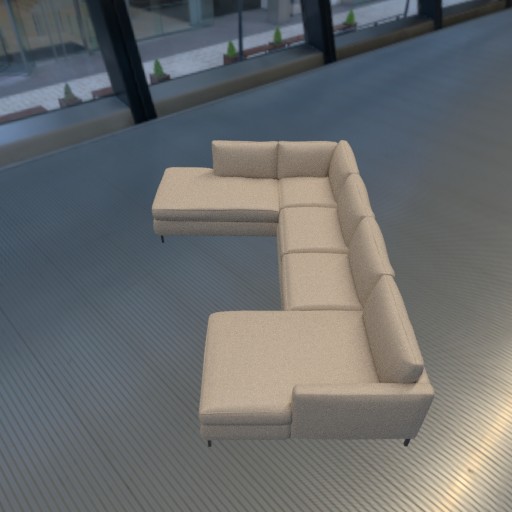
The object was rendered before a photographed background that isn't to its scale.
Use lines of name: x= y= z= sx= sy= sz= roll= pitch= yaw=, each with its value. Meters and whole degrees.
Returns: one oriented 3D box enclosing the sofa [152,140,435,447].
sofa: x=0.000 y=0.000 z=3.431 sx=1.879 sy=0.756 sz=2.737 roll=0 pitch=40 yaw=0
